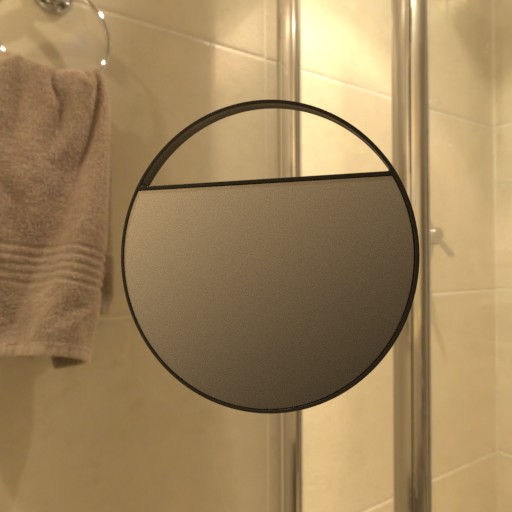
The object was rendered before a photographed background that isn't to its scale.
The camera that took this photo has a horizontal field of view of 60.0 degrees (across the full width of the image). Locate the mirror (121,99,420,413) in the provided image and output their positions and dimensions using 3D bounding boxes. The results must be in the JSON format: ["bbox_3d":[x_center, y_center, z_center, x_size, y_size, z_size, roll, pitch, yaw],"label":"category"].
[{"bbox_3d":[0.000,0.000,0.817,0.565,0.565,0.032,0,-1,19],"label":"mirror"}]
